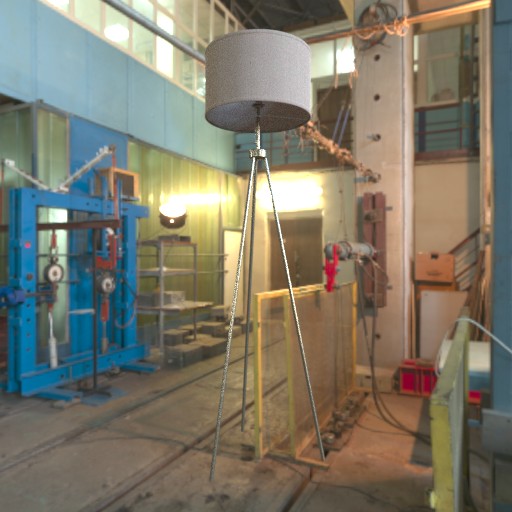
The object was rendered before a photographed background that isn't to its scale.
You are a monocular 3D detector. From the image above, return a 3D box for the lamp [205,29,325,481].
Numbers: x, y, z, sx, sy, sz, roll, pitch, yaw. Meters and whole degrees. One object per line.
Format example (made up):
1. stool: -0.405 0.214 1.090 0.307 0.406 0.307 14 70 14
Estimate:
1. lamp: 0.000 0.000 1.734 0.449 1.545 0.460 0 0 -20
